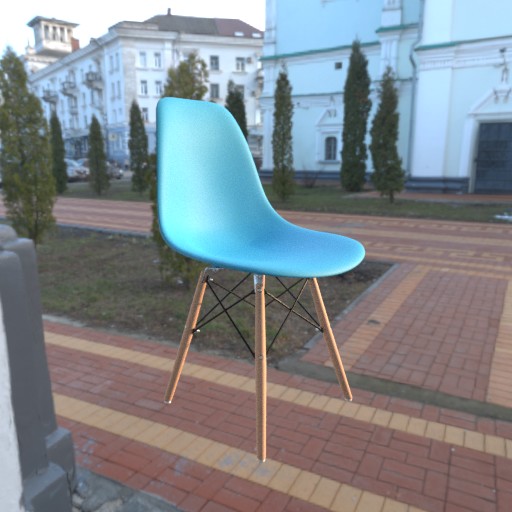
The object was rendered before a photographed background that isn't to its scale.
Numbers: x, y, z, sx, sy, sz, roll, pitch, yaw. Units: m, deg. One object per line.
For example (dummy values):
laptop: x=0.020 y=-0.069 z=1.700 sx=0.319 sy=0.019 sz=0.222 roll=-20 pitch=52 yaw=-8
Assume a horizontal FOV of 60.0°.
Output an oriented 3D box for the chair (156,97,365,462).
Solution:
chair: x=0.000 y=0.000 z=1.161 sx=0.531 sy=0.826 sz=0.470 roll=12 pitch=17 yaw=43
